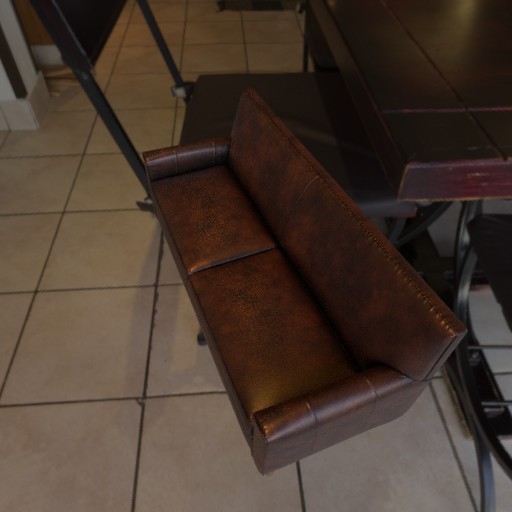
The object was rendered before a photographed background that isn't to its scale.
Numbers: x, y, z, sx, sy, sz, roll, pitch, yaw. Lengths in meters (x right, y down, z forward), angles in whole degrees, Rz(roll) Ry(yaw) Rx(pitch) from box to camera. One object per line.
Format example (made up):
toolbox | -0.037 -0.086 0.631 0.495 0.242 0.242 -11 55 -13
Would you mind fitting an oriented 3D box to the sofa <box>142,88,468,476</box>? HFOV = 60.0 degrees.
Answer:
sofa | 0.000 0.000 2.382 0.786 0.871 1.995 -17 49 -15
